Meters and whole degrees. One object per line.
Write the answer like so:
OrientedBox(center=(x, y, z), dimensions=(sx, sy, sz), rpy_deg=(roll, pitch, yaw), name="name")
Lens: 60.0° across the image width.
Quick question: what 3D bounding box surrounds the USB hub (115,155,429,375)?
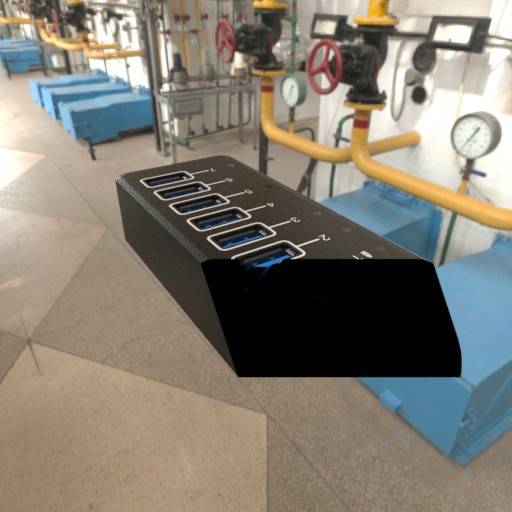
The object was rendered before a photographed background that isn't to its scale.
OrientedBox(center=(0.000, 0.000, 0.124), dimensions=(0.044, 0.023, 0.110), rpy_deg=(-18, 35, -28), name="USB hub")
